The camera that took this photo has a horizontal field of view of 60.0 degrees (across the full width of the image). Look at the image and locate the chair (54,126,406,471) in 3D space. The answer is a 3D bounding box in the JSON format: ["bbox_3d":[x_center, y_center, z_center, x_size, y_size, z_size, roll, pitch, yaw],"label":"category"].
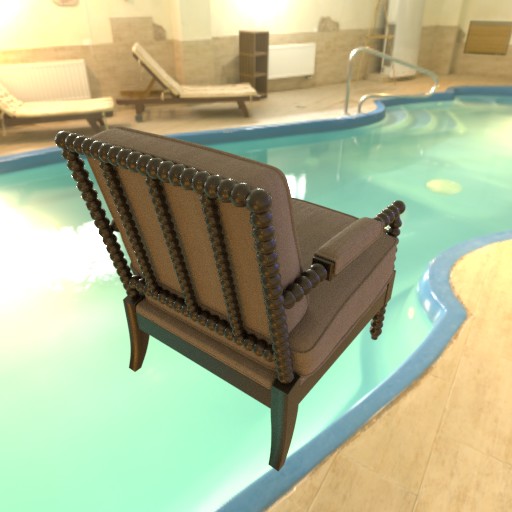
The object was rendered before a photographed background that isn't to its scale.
[{"bbox_3d":[0.000,0.000,1.075,0.540,0.661,0.622,22,37,31],"label":"chair"}]
